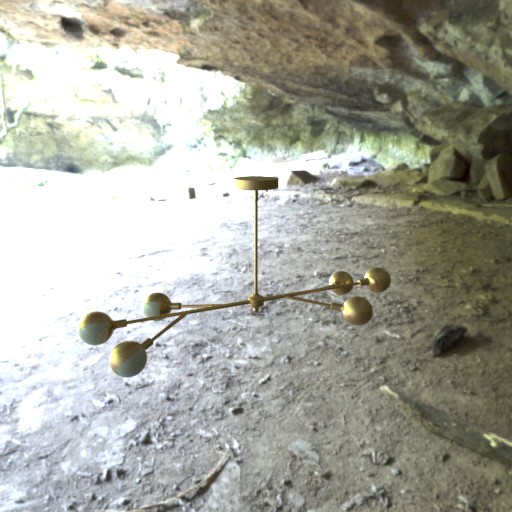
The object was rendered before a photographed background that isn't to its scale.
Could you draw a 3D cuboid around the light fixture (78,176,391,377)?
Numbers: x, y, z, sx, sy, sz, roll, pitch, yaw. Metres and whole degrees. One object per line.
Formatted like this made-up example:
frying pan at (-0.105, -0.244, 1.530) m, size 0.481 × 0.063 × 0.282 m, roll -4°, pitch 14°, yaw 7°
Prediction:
light fixture at (0.000, 0.000, 1.041) m, size 0.778 × 0.362 × 0.434 m, roll -2°, pitch 16°, yaw -8°
